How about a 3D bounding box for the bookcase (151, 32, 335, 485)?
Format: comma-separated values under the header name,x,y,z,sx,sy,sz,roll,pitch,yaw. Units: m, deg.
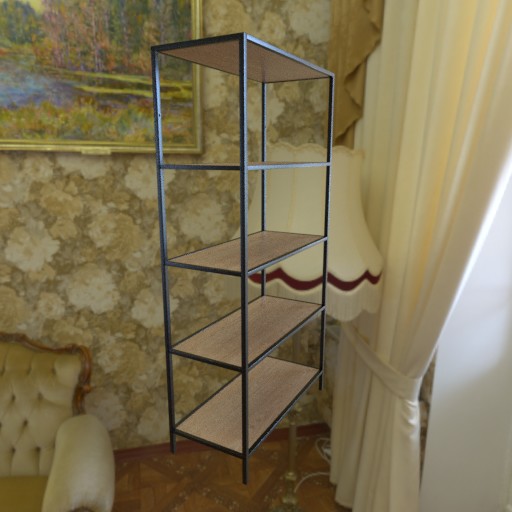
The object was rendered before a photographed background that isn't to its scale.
name,x,y,z,sx,sy,sz,roll,pitch,yaw
bookcase,0.000,0.000,1.837,0.350,1.500,0.770,7,15,28
